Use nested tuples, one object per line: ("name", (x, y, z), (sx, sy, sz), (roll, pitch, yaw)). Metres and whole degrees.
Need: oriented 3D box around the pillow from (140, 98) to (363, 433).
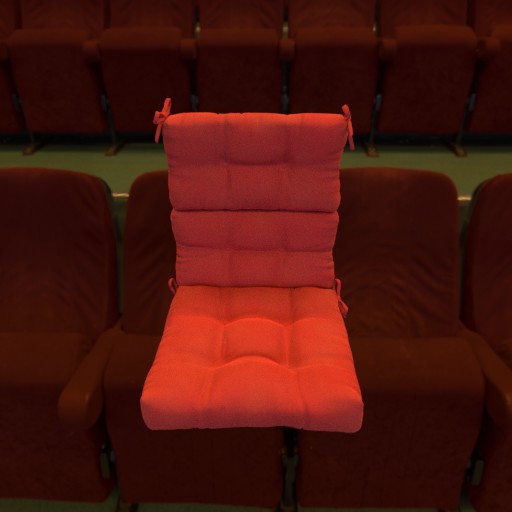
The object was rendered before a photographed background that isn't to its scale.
("pillow", (0.000, 0.000, 1.045), (0.519, 0.605, 0.571), (1, 32, 1))
